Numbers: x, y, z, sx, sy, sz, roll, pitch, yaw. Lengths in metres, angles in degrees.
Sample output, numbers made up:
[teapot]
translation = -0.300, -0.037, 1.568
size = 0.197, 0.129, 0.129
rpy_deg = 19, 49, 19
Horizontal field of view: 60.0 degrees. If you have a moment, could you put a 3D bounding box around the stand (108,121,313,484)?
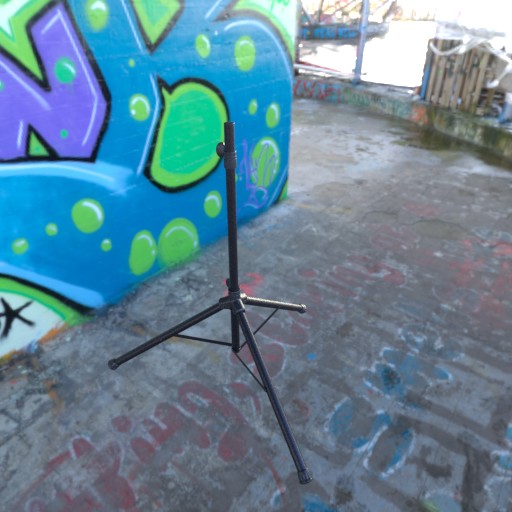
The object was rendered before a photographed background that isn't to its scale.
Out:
[stand]
translation = 0.000, 0.000, 1.807
size = 1.045, 1.136, 0.907
rpy_deg = 20, 36, 30
